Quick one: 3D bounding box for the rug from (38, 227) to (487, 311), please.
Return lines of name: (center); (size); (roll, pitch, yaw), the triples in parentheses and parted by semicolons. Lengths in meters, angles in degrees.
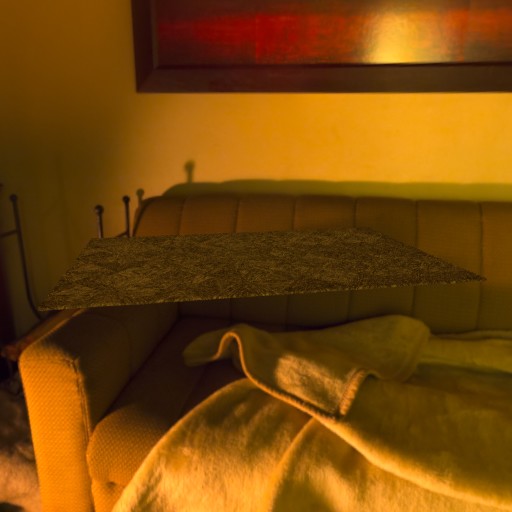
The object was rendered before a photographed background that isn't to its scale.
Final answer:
rug: (0.000, 0.000, 2.295); (1.808, 0.011, 1.189); (-3, 15, -11)
